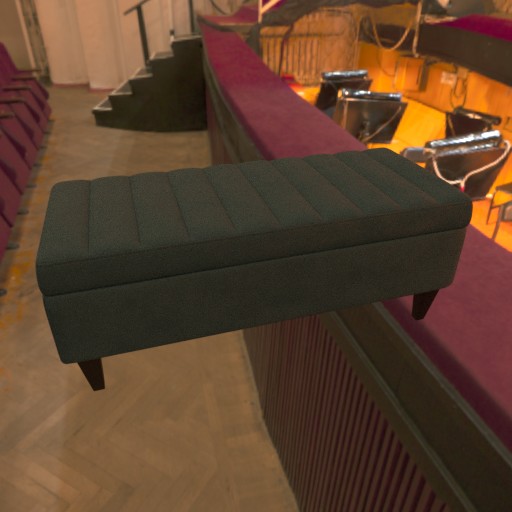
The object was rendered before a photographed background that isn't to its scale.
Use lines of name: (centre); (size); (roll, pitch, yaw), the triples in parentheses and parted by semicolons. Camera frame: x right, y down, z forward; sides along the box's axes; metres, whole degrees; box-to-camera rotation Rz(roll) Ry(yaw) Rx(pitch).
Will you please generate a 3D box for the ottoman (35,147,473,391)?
ottoman: (0.000, 0.000, 1.385); (1.151, 0.469, 0.482); (-9, 33, -14)
